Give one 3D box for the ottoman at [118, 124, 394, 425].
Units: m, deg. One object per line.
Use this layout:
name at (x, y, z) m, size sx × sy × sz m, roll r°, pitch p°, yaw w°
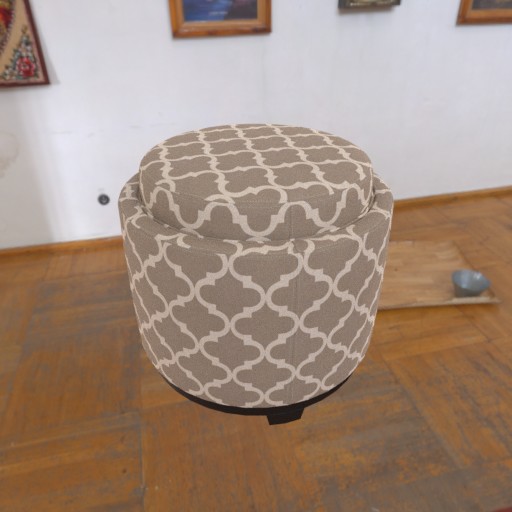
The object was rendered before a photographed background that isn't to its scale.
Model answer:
ottoman at (0.000, 0.000, 0.857) m, size 0.480 × 0.429 × 0.480 m, roll 0°, pitch 31°, yaw 0°
